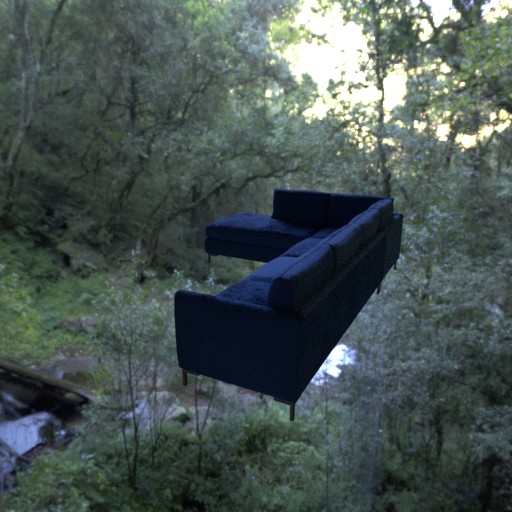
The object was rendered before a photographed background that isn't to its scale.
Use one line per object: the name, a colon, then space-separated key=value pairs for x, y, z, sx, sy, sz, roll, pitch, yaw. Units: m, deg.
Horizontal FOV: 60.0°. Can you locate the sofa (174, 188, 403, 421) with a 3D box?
sofa: x=0.000 y=0.000 z=3.942 sx=2.007 sy=0.815 sz=2.949 roll=9 pitch=19 yaw=26
